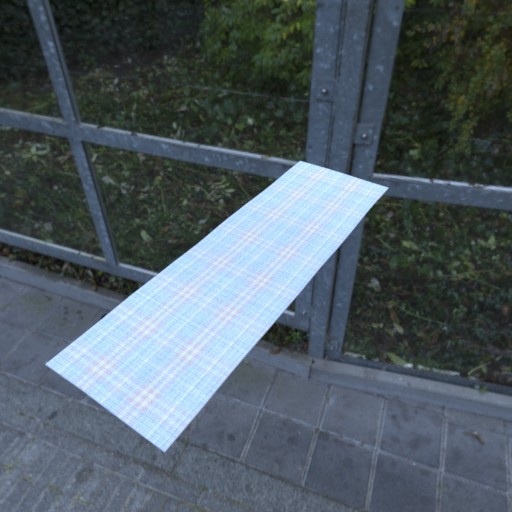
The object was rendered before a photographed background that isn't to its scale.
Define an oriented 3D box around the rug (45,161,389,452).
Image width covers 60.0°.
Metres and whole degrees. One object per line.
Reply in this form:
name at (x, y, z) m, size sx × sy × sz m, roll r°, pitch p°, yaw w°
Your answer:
rug at (0.000, 0.000, 2.708) m, size 0.762 × 0.013 × 2.439 m, roll 23°, pitch 45°, yaw 25°
